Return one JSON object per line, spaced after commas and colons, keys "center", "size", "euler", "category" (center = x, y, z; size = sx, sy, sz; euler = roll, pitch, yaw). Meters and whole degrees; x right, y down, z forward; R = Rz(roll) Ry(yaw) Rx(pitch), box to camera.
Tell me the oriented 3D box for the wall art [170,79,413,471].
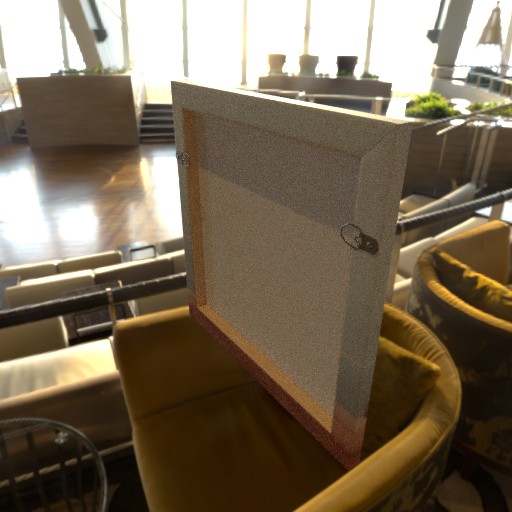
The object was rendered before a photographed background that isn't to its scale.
{"center": [0.000, 0.000, 0.879], "size": [0.034, 0.605, 0.605], "euler": [-18, 32, -31], "category": "wall art"}
